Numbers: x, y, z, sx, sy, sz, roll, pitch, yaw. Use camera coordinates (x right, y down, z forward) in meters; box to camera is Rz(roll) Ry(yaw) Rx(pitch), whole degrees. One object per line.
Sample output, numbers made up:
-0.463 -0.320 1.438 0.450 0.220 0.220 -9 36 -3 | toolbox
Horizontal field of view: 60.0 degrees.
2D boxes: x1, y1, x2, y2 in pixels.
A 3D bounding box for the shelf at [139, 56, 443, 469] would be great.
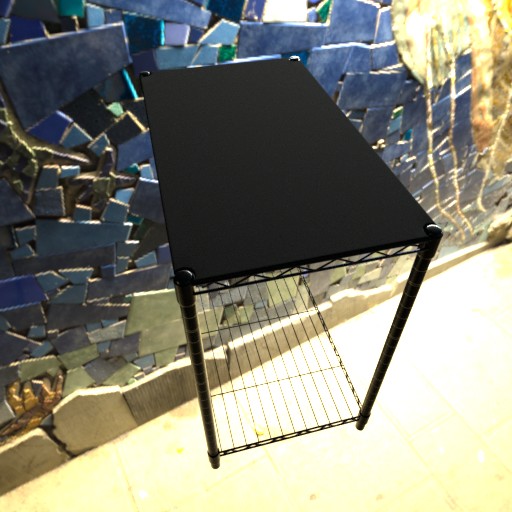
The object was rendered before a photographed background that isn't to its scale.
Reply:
0.000 0.000 0.916 0.338 0.564 0.589 -10 46 -10 | shelf
